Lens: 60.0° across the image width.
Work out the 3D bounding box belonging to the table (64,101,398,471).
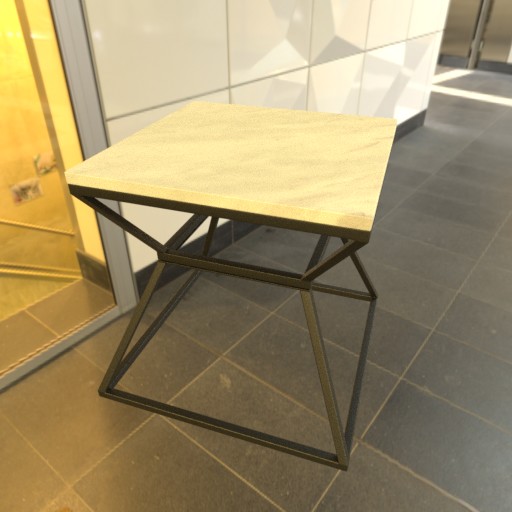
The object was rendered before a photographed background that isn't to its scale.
[{"bbox_3d":[0.000,0.000,0.816,0.455,0.431,0.455,10,34,16],"label":"table"}]
